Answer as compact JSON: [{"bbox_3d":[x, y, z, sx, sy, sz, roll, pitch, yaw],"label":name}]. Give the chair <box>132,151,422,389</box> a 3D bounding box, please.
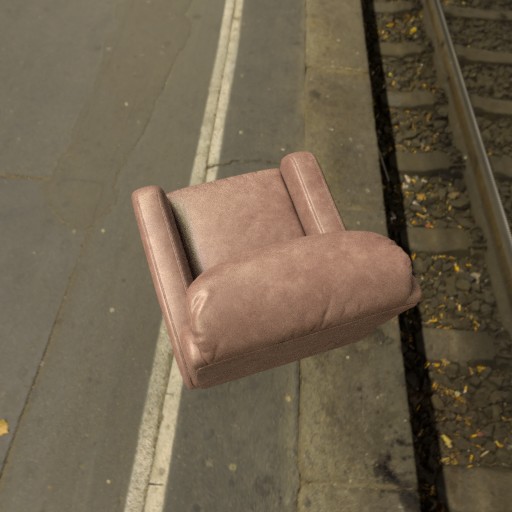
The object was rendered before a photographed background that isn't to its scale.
[{"bbox_3d":[0.000,0.000,1.796,0.865,1.067,1.067,-15,58,-9],"label":"chair"}]
